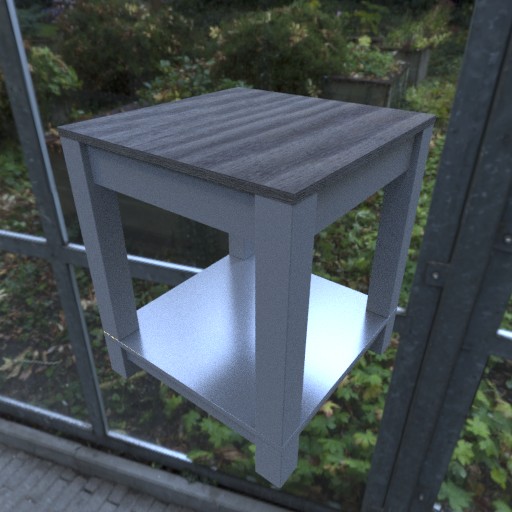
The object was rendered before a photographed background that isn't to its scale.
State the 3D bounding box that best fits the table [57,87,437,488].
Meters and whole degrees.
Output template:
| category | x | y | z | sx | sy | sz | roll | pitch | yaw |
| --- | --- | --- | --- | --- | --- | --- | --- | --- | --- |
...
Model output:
| category | x | y | z | sx | sy | sz | roll | pitch | yaw |
| --- | --- | --- | --- | --- | --- | --- | --- | --- | --- |
| table | 0.000 | 0.000 | 0.977 | 0.504 | 0.587 | 0.506 | 21 | 37 | 32 |
